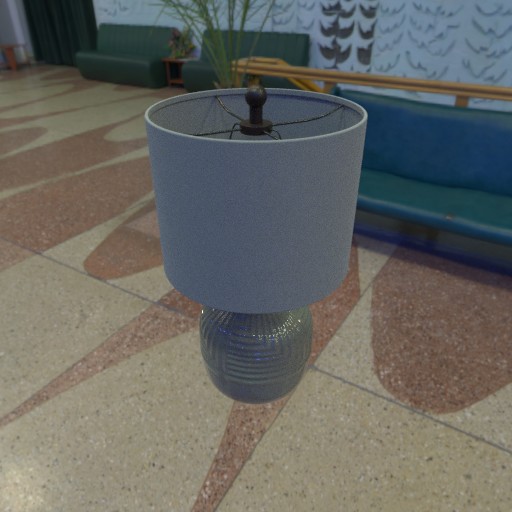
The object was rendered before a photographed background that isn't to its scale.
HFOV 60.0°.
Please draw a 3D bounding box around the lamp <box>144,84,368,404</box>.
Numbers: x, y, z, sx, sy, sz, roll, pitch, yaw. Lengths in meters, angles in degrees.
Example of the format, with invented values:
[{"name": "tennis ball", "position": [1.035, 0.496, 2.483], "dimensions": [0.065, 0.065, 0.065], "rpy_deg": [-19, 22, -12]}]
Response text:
[{"name": "lamp", "position": [0.000, 0.000, 0.774], "dimensions": [0.318, 0.567, 0.318], "rpy_deg": [0, 31, 0]}]
